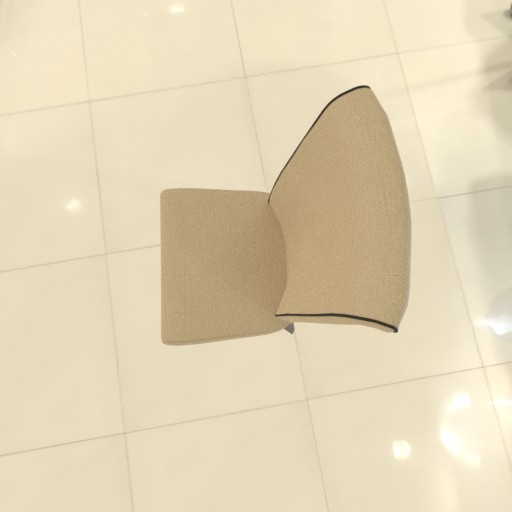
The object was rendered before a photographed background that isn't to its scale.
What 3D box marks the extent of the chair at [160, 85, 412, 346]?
[{"bbox_3d":[0.000,0.000,1.352,0.623,0.997,0.522,-3,78,-1],"label":"chair"}]
